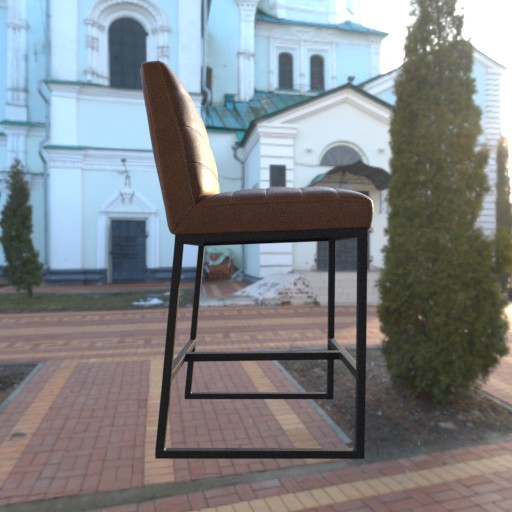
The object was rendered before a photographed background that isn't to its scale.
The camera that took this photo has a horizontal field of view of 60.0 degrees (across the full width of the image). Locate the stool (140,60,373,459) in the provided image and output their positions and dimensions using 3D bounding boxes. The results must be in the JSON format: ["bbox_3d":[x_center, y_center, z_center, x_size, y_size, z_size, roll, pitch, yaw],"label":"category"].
[{"bbox_3d":[0.000,0.000,1.245,0.556,0.940,0.458,0,0,0],"label":"stool"}]
